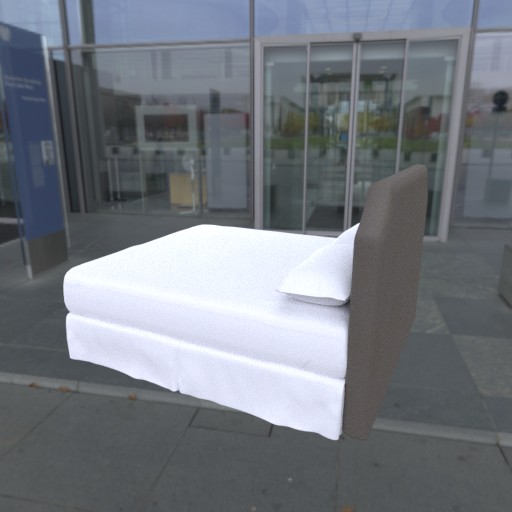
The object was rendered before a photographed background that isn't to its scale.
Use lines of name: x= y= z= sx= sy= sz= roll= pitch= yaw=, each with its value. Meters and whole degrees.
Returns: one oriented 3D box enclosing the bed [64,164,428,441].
bed: x=0.000 y=0.000 z=3.895 sx=2.536 sy=1.561 sz=2.194 roll=8 pitch=17 yaw=26
